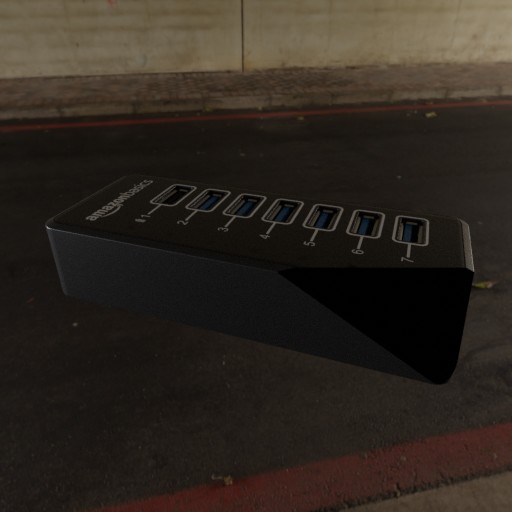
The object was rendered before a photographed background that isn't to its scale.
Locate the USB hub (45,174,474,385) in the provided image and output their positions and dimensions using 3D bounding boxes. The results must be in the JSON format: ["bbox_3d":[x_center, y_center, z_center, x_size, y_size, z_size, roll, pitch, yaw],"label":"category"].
[{"bbox_3d":[0.000,0.000,0.127,0.110,0.023,0.044,10,32,17],"label":"USB hub"}]
